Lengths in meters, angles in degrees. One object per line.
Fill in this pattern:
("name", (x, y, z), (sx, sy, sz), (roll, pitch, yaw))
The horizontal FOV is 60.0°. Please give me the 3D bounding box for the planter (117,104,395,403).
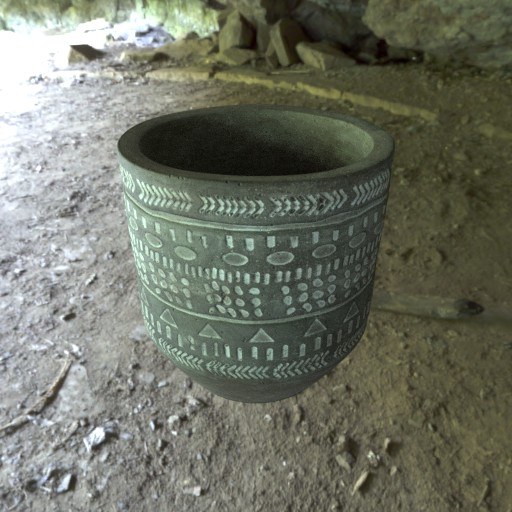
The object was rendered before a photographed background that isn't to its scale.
("planter", (0.000, 0.000, 0.269), (0.142, 0.149, 0.142), (0, 31, 0))
